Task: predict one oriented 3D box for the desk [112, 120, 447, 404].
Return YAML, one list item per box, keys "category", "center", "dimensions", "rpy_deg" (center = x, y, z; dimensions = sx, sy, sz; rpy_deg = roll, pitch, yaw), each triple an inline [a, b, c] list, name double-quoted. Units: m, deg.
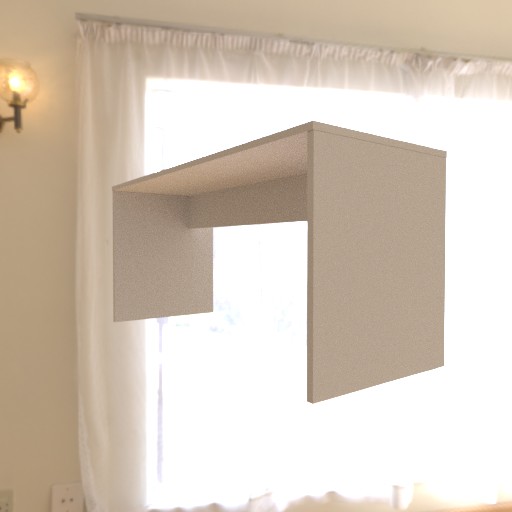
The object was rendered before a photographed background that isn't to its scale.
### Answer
- category: "desk"
  center: [0.000, 0.000, 2.050]
  dimensions: [0.802, 0.750, 1.600]
  rpy_deg: [-1, 2, -36]
